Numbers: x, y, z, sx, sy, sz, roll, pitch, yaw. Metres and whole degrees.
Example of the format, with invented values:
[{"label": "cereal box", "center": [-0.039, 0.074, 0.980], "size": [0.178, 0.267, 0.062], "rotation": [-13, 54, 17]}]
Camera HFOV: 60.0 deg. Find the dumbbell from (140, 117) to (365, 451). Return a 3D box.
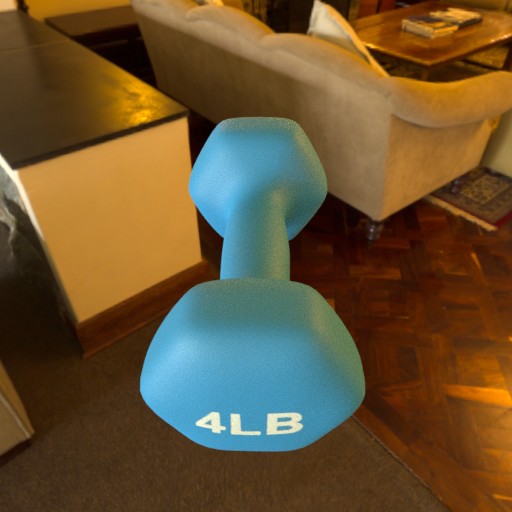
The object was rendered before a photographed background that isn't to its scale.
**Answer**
[{"label": "dumbbell", "center": [0.000, 0.000, 0.190], "size": [0.074, 0.066, 0.152], "rotation": [1, 41, 1]}]
